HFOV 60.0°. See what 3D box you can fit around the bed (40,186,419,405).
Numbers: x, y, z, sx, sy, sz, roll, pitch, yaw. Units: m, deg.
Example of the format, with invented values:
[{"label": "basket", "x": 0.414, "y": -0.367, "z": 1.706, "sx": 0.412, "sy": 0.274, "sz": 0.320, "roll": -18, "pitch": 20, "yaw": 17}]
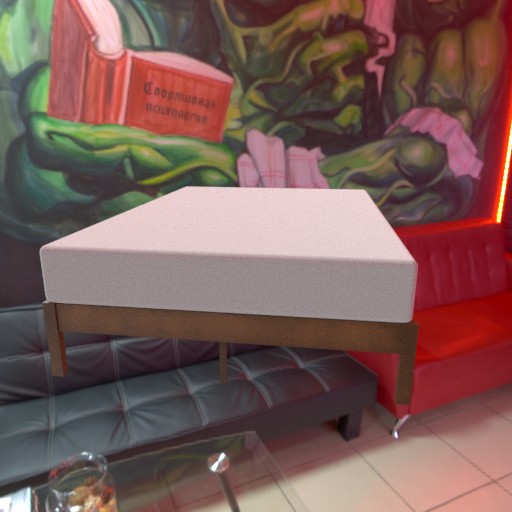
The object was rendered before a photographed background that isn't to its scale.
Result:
[{"label": "bed", "x": 0.000, "y": 0.000, "z": 2.751, "sx": 1.529, "sy": 0.593, "sz": 2.050, "roll": 2, "pitch": 16, "yaw": 8}]
